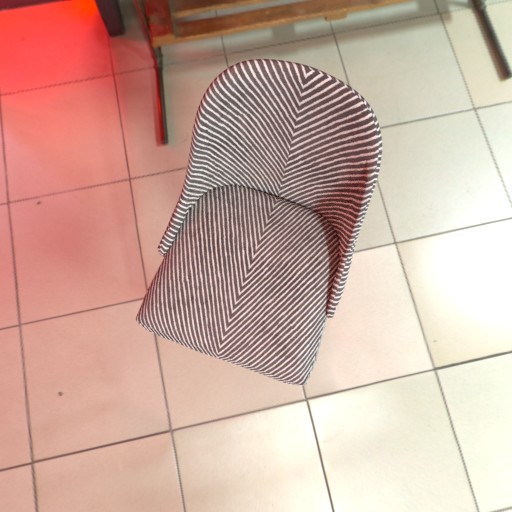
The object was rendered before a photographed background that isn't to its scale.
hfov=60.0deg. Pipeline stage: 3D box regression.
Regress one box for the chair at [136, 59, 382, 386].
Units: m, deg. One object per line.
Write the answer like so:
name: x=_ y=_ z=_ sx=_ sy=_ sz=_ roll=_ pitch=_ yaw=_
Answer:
chair: x=0.000 y=0.000 z=1.226 sx=0.504 sy=0.883 sz=0.591 roll=20 pitch=77 yaw=5
